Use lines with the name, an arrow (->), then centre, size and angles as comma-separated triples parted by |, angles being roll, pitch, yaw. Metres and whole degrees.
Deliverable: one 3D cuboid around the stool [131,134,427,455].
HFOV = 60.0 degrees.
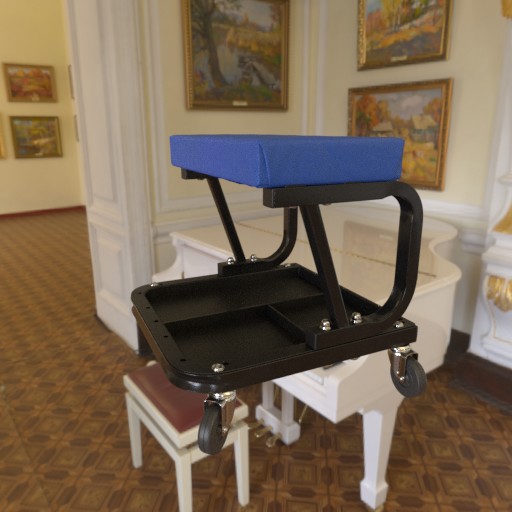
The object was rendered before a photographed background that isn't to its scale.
stool -> 0.000, 0.000, 0.724 | 0.371, 0.380, 0.446 | -8, 18, -25
